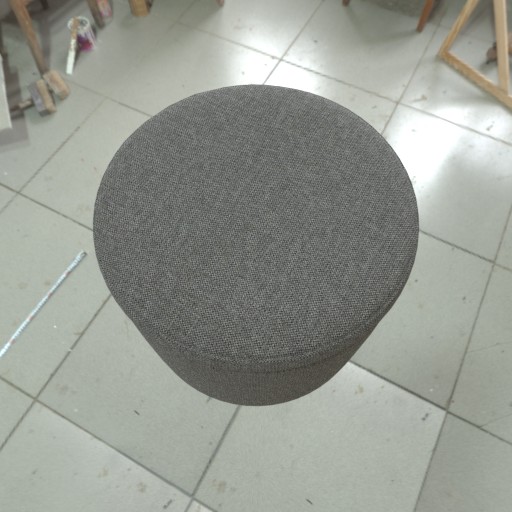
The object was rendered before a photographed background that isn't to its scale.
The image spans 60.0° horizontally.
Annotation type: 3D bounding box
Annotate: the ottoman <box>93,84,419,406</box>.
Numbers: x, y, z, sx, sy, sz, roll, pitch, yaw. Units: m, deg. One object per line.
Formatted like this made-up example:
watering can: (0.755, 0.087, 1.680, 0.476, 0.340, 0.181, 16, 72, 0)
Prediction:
ottoman: (0.000, 0.000, 0.872, 0.520, 0.430, 0.520, 0, 64, 0)
